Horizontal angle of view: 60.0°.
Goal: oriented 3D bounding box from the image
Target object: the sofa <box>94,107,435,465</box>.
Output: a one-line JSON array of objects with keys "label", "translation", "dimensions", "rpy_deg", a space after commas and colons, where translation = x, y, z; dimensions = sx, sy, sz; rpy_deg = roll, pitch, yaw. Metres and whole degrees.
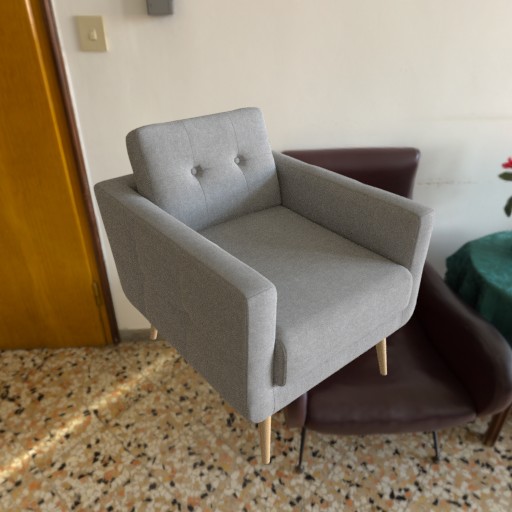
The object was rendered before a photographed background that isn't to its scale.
[{"label": "sofa", "translation": [0.000, 0.000, 1.556], "dimensions": [0.770, 0.860, 0.920], "rpy_deg": [-22, 37, -33]}]
